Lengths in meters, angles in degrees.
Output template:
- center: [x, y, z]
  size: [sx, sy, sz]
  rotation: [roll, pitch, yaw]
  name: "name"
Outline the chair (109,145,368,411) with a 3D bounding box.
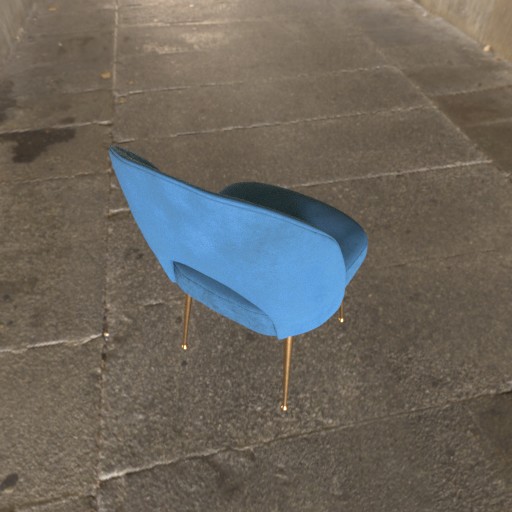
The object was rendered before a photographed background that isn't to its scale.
- center: [0.000, 0.000, 1.206]
  size: [0.527, 0.860, 0.577]
  rotation: [25, 50, 23]
  name: "chair"
